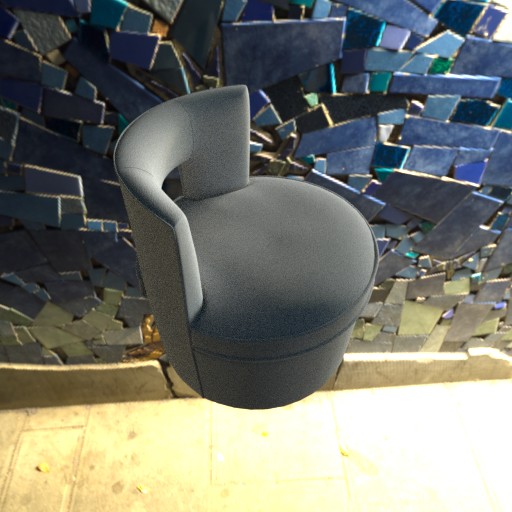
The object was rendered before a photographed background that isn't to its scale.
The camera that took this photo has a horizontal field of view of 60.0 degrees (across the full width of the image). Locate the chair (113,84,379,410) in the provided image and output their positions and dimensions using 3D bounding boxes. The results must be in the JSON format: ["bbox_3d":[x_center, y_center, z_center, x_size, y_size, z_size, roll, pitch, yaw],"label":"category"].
[{"bbox_3d":[0.000,0.000,1.251,0.665,0.723,0.650,8,46,8],"label":"chair"}]
